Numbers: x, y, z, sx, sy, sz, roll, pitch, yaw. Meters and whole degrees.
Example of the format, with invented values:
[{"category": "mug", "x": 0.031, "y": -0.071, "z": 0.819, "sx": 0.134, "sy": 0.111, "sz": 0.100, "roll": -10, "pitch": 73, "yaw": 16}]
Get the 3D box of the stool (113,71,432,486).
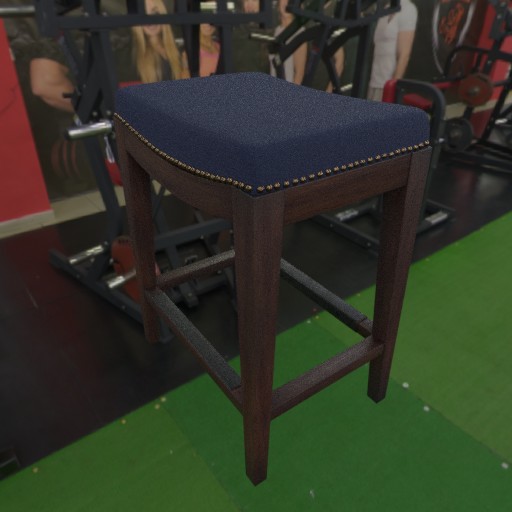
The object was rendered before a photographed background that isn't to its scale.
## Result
[{"category": "stool", "x": 0.000, "y": 0.000, "z": 0.922, "sx": 0.361, "sy": 0.642, "sz": 0.500, "roll": -20, "pitch": 37, "yaw": -30}]
